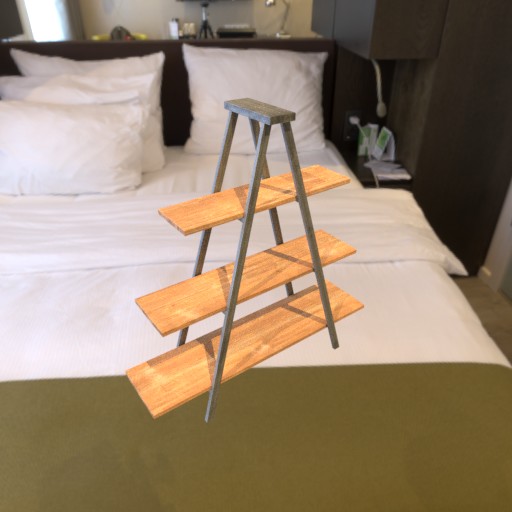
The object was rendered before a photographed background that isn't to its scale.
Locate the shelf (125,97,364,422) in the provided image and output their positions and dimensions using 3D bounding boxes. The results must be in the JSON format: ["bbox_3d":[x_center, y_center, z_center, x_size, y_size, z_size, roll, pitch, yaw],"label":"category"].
[{"bbox_3d":[0.000,0.000,2.764,1.746,1.808,0.508,-21,37,-30],"label":"shelf"}]
